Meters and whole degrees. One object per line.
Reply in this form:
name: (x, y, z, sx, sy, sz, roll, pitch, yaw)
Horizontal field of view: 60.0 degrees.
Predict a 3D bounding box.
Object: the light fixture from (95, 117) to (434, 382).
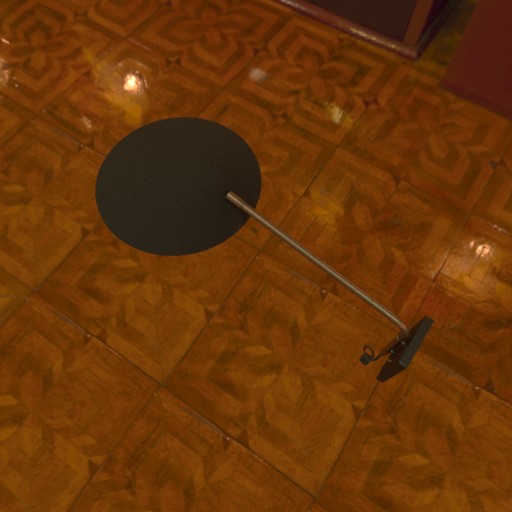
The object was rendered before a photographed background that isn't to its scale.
light fixture: (0.000, 0.000, 0.681, 0.516, 0.312, 0.240, 33, 69, 14)
